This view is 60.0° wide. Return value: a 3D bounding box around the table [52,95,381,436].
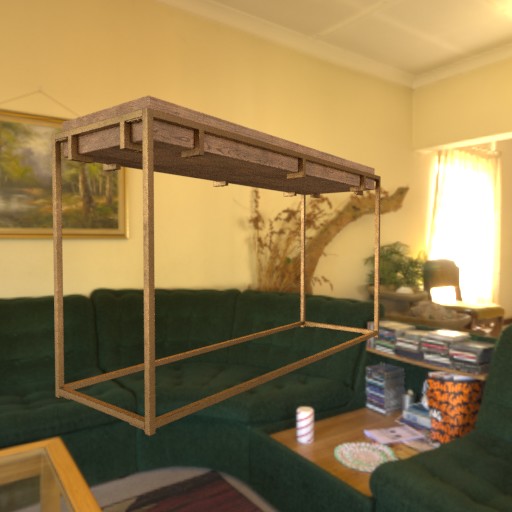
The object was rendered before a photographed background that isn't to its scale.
[{"bbox_3d":[0.000,0.000,1.738,0.440,0.820,1.400,1,2,38],"label":"table"}]
